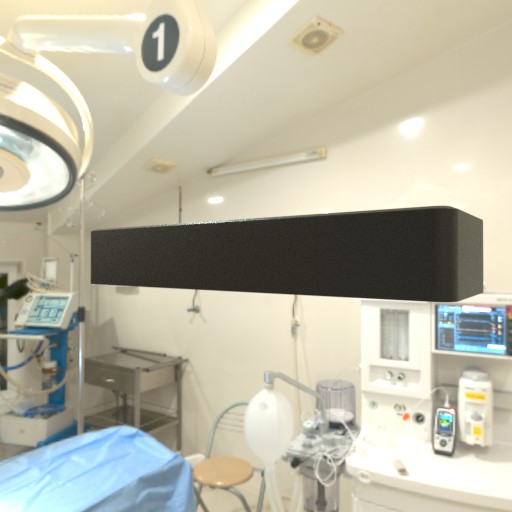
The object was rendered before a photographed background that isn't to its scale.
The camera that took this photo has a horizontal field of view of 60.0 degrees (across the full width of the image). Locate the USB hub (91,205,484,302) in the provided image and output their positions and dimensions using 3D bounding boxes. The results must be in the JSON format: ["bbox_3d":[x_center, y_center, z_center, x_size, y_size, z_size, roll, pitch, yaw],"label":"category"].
[{"bbox_3d":[0.000,0.000,0.163,0.145,0.023,0.044,0,-1,36],"label":"USB hub"}]
